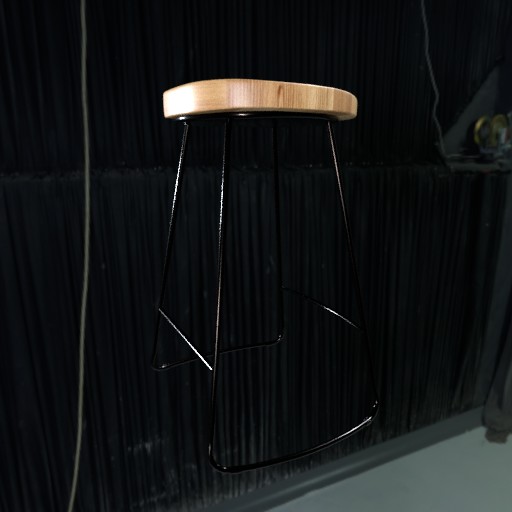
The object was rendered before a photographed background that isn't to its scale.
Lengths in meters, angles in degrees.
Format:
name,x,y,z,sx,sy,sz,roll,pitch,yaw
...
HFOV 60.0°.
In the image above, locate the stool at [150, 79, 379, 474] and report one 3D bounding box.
name,x,y,z,sx,sy,sz,roll,pitch,yaw
stool,0.000,0.000,0.975,0.401,0.679,0.480,-7,16,-27
